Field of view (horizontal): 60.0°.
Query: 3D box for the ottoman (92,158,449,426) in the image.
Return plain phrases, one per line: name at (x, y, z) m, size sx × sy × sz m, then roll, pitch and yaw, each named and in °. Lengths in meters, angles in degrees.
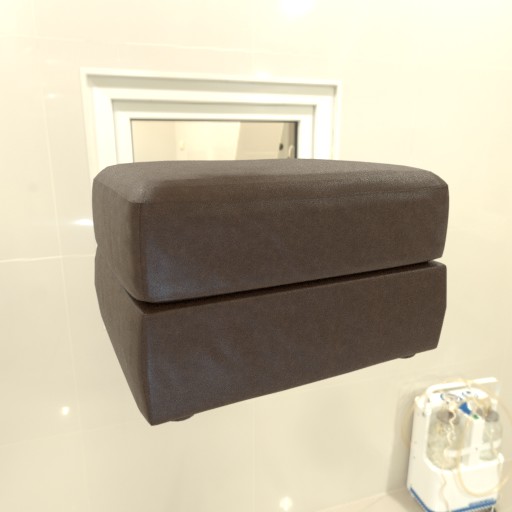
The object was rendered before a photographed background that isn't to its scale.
ottoman at (0.000, 0.000, 1.134) m, size 0.751 × 0.476 × 0.603 m, roll -7°, pitch 16°, yaw -25°
